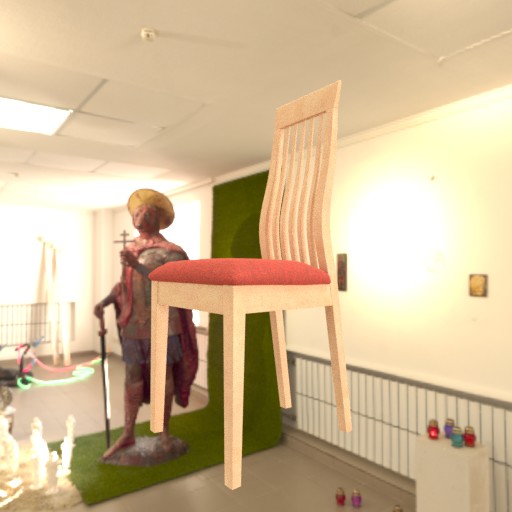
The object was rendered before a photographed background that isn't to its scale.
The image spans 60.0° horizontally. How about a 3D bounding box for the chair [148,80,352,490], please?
[{"bbox_3d":[0.000,0.000,1.280,0.474,1.027,0.460,1,-2,-37],"label":"chair"}]
